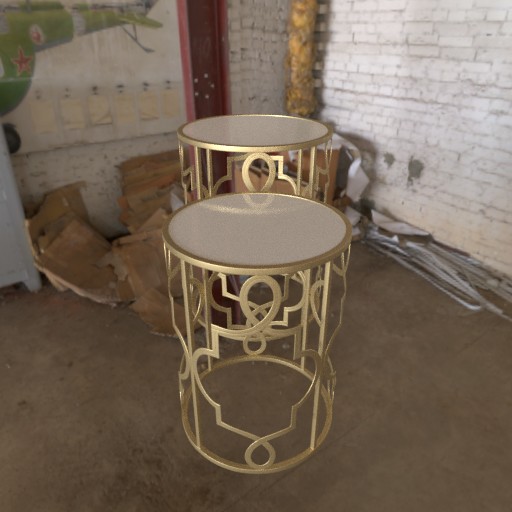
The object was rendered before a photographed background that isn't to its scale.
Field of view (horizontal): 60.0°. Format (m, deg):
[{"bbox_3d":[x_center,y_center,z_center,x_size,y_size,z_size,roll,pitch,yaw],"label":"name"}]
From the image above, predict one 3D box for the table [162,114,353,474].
[{"bbox_3d":[0.000,0.000,1.151,0.420,0.564,0.846,0,28,0],"label":"table"}]
